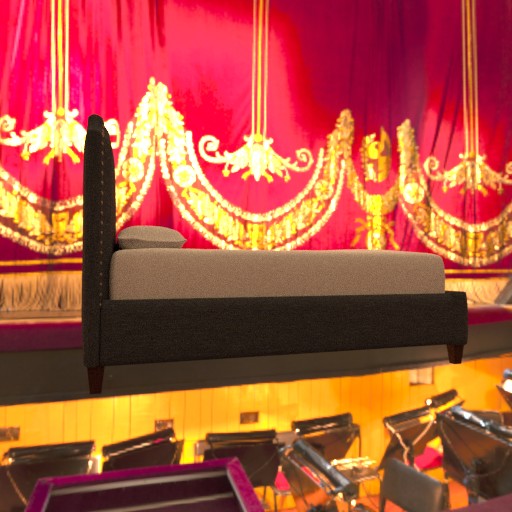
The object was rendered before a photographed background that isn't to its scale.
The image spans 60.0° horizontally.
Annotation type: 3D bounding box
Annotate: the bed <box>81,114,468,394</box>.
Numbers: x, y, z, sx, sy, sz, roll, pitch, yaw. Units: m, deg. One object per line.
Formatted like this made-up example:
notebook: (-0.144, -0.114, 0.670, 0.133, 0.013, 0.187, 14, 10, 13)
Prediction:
bed: (0.000, 0.000, 3.338, 2.372, 1.443, 1.713, 1, -2, -18)
